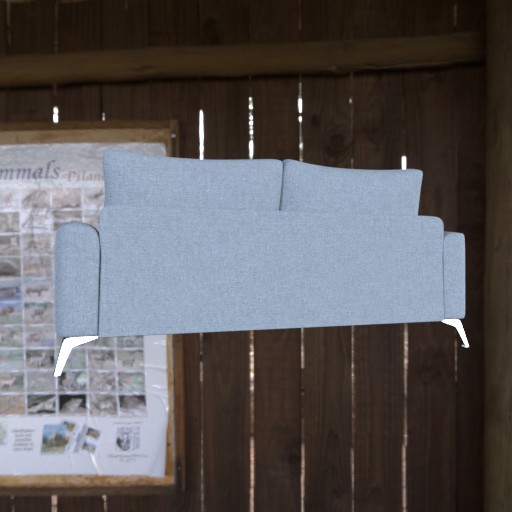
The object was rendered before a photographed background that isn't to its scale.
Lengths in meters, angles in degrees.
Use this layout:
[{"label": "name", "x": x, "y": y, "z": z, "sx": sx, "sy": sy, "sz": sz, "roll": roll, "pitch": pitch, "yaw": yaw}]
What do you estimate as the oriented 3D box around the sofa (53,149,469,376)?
[{"label": "sofa", "x": 0.000, "y": 0.000, "z": 2.088, "sx": 1.650, "sy": 0.790, "sz": 0.920, "roll": 0, "pitch": -1, "yaw": -17}]
